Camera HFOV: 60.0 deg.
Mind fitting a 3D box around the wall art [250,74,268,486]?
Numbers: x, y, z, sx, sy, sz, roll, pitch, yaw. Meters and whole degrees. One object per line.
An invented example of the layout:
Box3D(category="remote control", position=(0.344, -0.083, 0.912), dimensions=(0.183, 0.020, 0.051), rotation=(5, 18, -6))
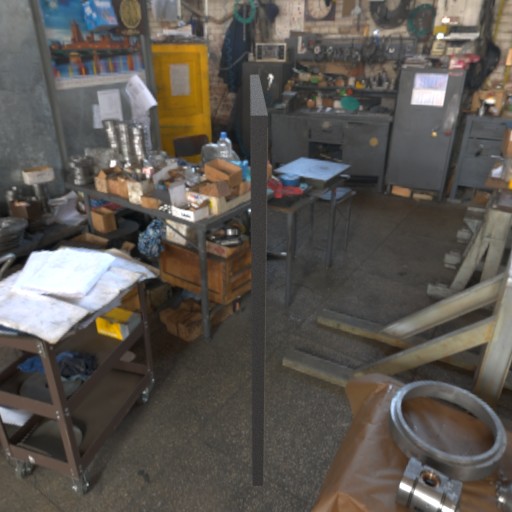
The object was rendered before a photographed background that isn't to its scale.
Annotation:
Box3D(category="wall art", position=(0.000, 0.000, 1.214), dimensions=(0.028, 0.863, 0.755), rotation=(0, 27, -1))
